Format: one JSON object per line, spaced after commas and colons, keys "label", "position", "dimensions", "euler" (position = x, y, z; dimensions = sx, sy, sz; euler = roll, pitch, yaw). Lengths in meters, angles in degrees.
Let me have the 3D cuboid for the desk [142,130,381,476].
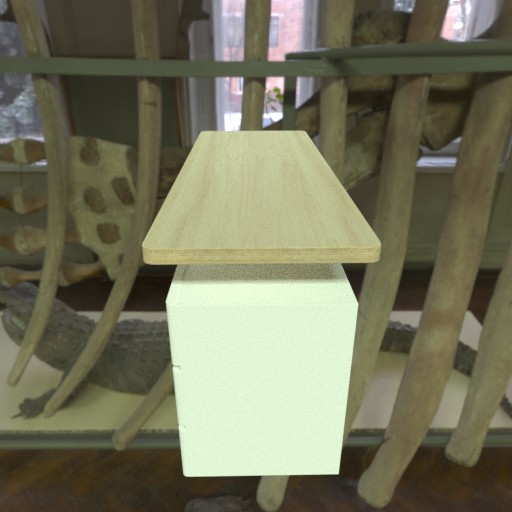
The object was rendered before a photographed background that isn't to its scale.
{"label": "desk", "position": [0.000, 0.000, 1.833], "dimensions": [0.550, 0.755, 1.500], "euler": [0, 25, -1]}
